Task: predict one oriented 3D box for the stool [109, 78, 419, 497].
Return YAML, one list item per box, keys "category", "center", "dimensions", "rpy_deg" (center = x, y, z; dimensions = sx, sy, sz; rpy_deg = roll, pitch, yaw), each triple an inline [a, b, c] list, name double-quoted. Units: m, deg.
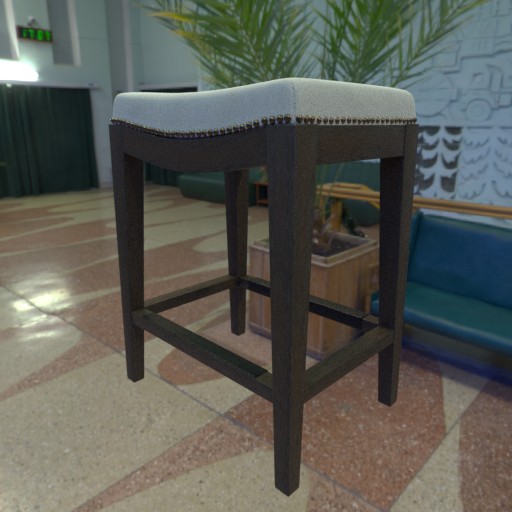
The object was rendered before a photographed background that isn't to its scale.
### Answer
- category: "stool"
  center: [0.000, 0.000, 0.914]
  dimensions: [0.500, 0.642, 0.361]
  rpy_deg: [16, 23, 42]
